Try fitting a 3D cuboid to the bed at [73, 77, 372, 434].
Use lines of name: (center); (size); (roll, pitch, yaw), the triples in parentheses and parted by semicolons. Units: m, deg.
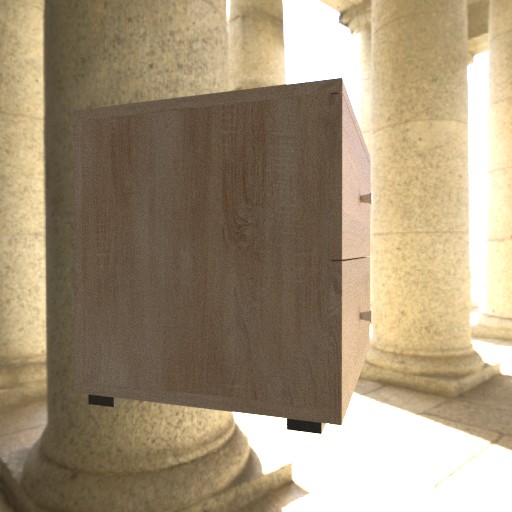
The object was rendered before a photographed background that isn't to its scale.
bed: (0.000, 0.000, 0.791); (0.401, 0.420, 0.460); (0, 1, 18)
